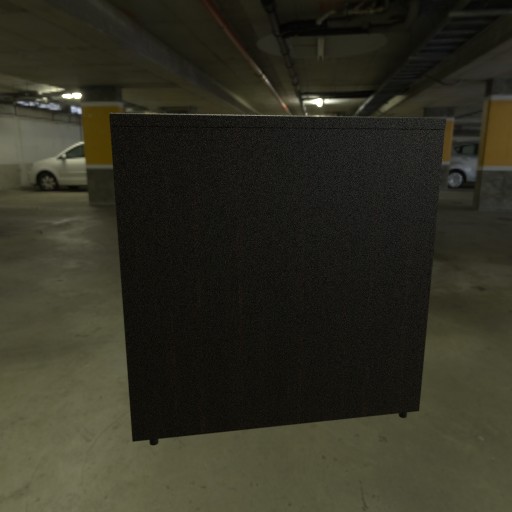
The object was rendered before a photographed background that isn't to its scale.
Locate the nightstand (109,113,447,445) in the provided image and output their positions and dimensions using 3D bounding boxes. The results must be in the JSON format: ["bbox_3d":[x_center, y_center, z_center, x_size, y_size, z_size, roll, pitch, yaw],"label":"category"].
[{"bbox_3d":[0.000,0.000,0.813,0.461,0.460,0.400,-2,13,-10],"label":"nightstand"}]
